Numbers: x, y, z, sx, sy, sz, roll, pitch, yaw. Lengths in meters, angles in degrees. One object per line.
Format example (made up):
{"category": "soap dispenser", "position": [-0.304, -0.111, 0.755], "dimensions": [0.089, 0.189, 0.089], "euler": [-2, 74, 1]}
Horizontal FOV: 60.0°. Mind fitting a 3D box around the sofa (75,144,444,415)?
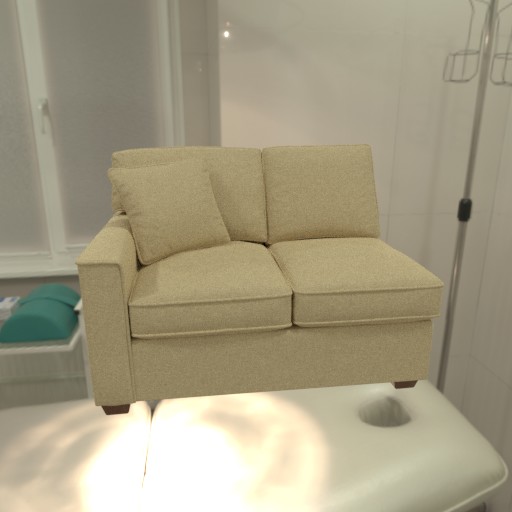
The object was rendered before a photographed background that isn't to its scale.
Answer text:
{"category": "sofa", "position": [0.000, 0.000, 2.087], "dimensions": [1.388, 0.989, 0.991], "euler": [-2, 17, -8]}
